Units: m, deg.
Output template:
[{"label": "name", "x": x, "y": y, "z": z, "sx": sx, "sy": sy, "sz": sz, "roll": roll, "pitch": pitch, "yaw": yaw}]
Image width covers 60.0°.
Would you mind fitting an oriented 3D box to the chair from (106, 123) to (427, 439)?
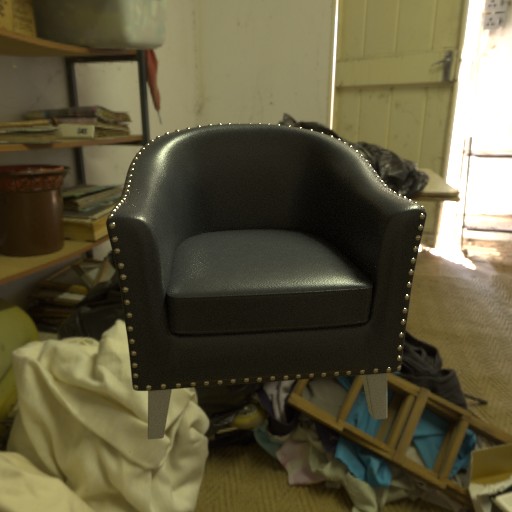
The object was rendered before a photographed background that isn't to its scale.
[{"label": "chair", "x": 0.000, "y": 0.000, "z": 1.452, "sx": 0.794, "sy": 0.823, "sz": 0.748, "roll": -2, "pitch": 18, "yaw": -7}]
